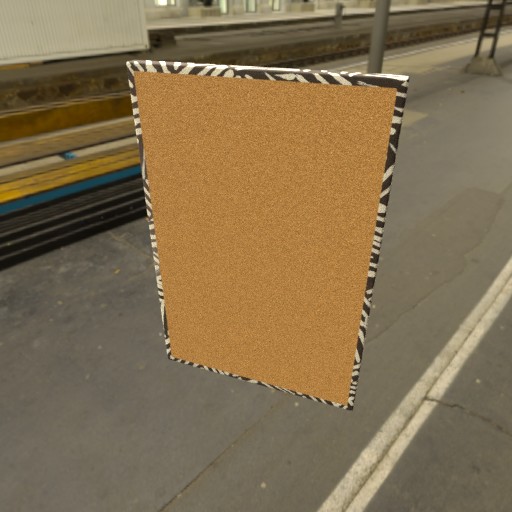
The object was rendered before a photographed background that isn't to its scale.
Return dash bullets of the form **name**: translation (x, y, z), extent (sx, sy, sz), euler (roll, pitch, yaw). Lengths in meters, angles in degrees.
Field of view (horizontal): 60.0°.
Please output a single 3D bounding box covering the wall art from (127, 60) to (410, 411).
- **wall art**: translation (0.000, 0.000, 1.163), extent (0.615, 0.918, 0.035), euler (11, 33, 17)
